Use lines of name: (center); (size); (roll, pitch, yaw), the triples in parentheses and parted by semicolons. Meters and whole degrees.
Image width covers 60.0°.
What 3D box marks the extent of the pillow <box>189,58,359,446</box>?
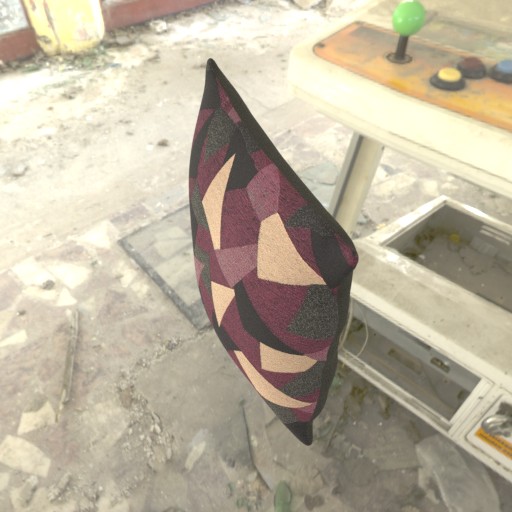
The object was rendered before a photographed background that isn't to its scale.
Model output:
pillow: (0.000, 0.000, 0.767); (0.208, 0.496, 0.503); (-16, 48, -15)
